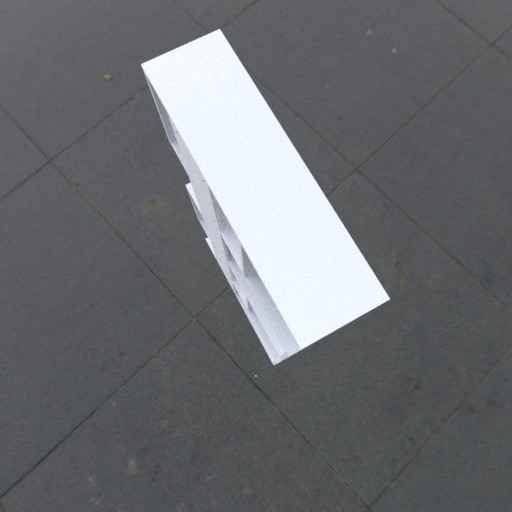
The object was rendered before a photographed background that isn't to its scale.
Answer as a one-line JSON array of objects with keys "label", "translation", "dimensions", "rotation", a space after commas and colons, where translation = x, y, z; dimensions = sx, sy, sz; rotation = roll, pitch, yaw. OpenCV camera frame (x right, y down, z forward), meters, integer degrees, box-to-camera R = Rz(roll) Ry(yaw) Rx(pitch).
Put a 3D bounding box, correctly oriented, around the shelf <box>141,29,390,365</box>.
[{"label": "shelf", "translation": [0.000, 0.000, 1.947], "dimensions": [0.250, 1.650, 0.890], "rotation": [-28, 77, -7]}]
